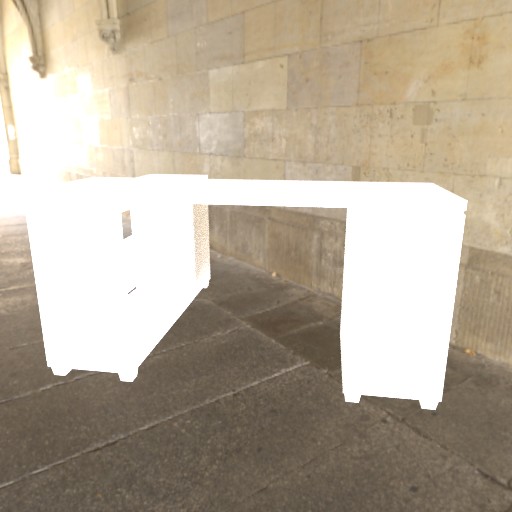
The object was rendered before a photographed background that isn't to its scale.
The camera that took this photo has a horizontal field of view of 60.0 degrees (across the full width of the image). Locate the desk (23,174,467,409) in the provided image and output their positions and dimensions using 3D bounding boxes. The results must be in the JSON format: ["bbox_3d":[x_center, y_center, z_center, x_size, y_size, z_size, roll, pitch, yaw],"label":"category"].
[{"bbox_3d":[0.000,0.000,2.167,1.524,0.759,1.199,3,16,9],"label":"desk"}]
